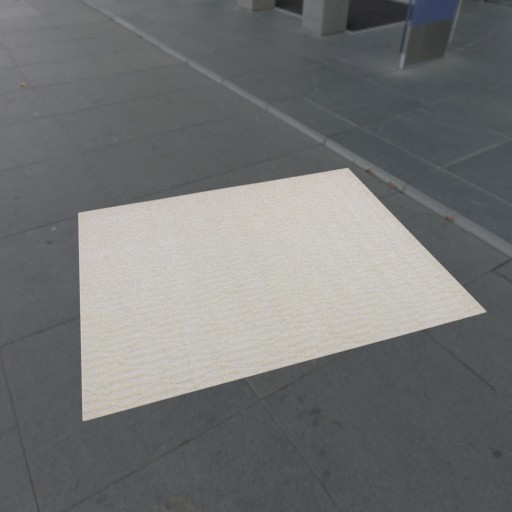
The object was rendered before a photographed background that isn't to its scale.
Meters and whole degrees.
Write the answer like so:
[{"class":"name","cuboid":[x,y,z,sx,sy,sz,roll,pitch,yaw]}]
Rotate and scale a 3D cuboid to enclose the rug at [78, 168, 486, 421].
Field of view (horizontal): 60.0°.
[{"class":"rug","cuboid":[0.000,0.000,4.019,3.055,0.021,2.410,-12,42,-13]}]
